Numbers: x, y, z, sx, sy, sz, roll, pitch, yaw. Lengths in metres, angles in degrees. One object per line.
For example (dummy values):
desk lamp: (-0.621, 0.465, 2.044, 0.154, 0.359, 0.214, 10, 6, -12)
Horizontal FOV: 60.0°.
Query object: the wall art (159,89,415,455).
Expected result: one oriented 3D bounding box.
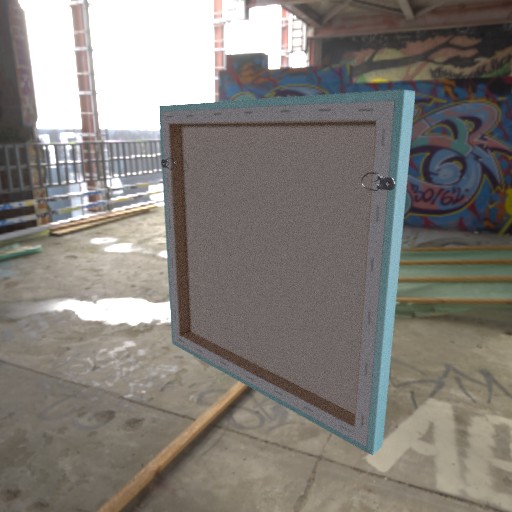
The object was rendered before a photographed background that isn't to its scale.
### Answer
wall art: (0.000, 0.000, 1.608, 1.071, 1.073, 0.070, 15, 22, 42)
